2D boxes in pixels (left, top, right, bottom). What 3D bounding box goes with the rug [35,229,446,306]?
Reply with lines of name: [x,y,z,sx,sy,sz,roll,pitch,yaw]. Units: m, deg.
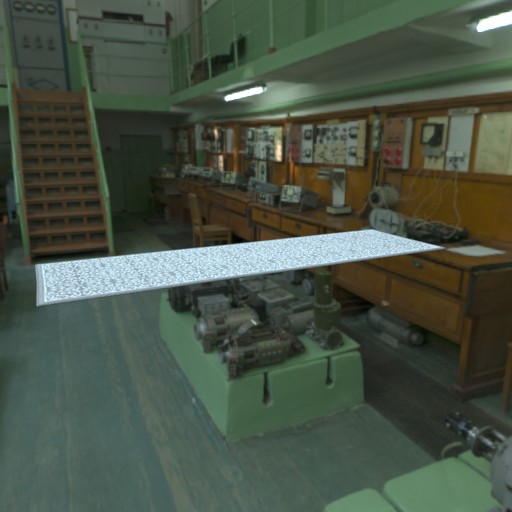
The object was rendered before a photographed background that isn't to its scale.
rug: [0.000,0.000,2.454,2.196,0.011,0.662,-7,16,-25]
